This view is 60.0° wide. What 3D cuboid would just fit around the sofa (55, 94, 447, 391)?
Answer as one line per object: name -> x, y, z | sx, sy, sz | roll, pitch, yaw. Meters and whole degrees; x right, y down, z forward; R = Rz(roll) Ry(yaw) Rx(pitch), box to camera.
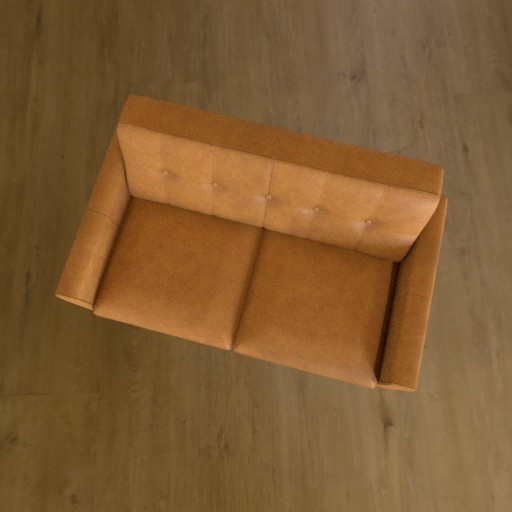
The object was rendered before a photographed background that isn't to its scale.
sofa -> 0.000, 0.000, 2.196 | 1.651, 0.925, 0.952 | 14, 76, 4
